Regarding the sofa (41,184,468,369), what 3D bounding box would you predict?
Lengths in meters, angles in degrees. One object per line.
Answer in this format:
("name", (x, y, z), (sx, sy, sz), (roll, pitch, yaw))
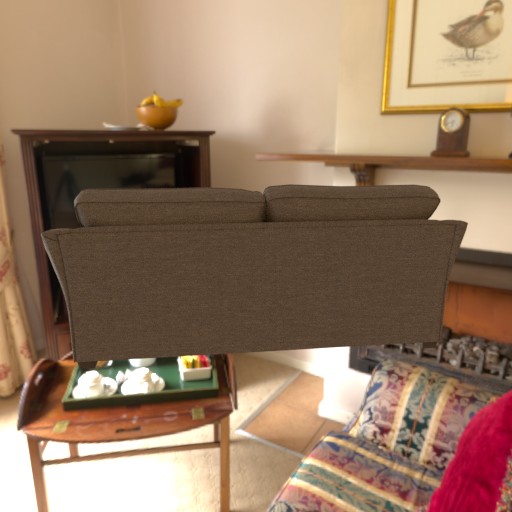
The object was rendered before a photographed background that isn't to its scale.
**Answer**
("sofa", (0.000, 0.000, 2.812), (2.270, 0.950, 0.971), (-2, 15, -7))
